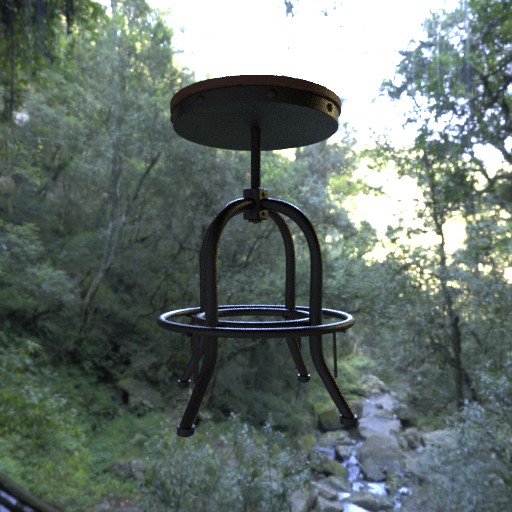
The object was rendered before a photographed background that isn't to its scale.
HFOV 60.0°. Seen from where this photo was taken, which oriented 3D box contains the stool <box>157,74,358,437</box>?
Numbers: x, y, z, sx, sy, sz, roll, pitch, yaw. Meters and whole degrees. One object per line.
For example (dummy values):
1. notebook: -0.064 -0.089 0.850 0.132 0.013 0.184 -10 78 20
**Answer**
1. stool: 0.000 0.000 0.915 0.439 0.609 0.439 0 -1 35
